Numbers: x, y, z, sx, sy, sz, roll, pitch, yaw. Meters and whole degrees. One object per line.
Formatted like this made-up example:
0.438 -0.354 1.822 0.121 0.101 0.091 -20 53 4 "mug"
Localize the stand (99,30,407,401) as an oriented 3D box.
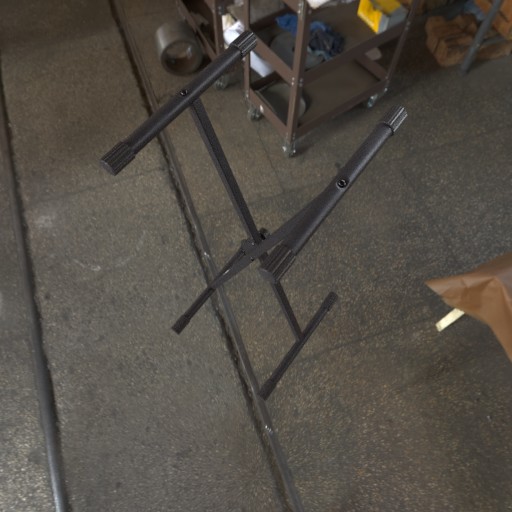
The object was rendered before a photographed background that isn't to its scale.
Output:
0.000 0.000 1.166 0.409 0.940 0.449 34 68 15 "stand"
